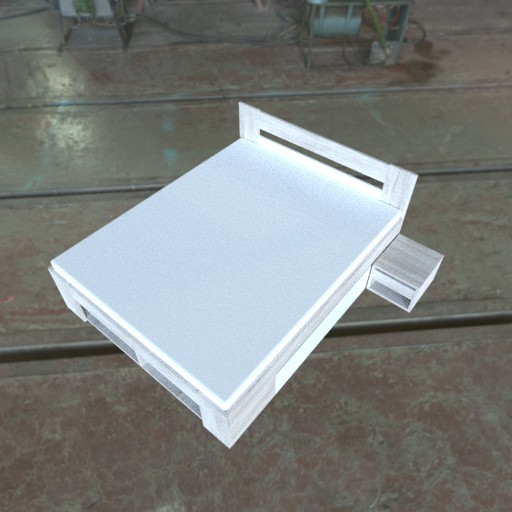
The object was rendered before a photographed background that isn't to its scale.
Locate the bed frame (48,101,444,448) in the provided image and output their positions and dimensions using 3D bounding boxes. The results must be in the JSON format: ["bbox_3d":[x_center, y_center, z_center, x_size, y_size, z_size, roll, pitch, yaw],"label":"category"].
[{"bbox_3d":[0.000,0.000,3.180,2.040,0.860,2.050,31,54,26],"label":"bed frame"}]
